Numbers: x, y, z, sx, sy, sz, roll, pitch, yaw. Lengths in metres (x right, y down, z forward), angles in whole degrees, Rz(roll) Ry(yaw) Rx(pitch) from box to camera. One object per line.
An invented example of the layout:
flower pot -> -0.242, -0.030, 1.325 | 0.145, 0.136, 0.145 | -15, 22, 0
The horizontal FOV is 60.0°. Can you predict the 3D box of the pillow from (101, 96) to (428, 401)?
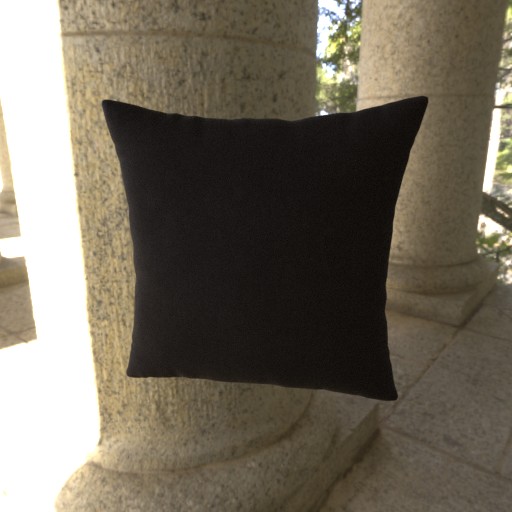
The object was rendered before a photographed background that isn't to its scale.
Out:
pillow -> 0.000, 0.000, 0.755 | 0.511, 0.509, 0.161 | 3, 16, 9
